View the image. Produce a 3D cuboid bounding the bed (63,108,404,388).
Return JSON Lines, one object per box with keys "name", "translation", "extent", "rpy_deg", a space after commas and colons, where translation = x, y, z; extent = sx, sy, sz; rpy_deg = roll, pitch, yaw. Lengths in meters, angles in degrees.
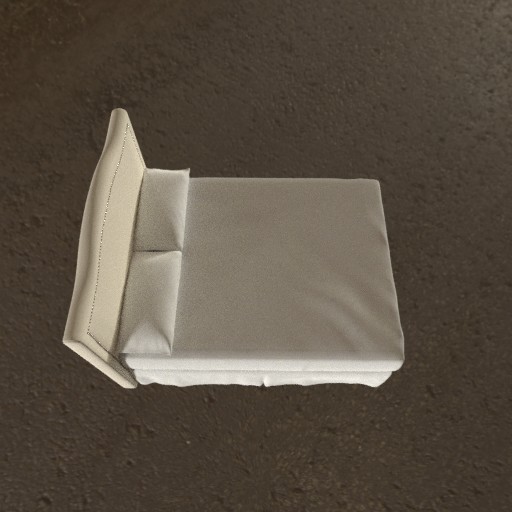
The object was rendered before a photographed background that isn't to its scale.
{"name": "bed", "translation": [0.000, 0.000, 3.383], "extent": [2.143, 1.460, 1.753], "rpy_deg": [1, 63, 0]}
